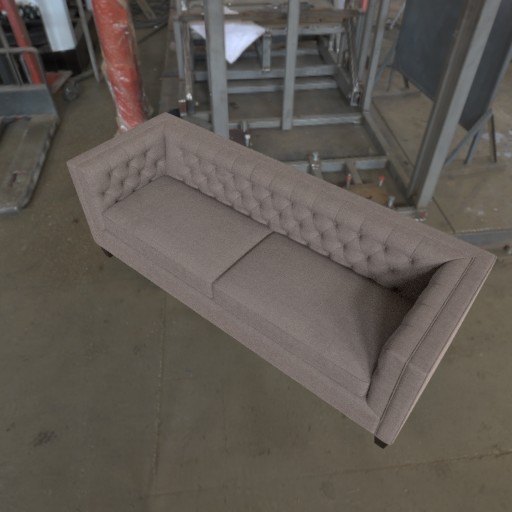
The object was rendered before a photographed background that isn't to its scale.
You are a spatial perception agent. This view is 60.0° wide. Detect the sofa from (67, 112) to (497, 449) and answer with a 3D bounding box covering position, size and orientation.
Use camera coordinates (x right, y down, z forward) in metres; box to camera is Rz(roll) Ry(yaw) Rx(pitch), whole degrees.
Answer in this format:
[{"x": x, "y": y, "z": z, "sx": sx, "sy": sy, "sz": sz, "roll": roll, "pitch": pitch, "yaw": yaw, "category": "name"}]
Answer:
[{"x": 0.000, "y": 0.000, "z": 2.507, "sx": 2.159, "sy": 0.762, "sz": 0.775, "roll": 30, "pitch": 52, "yaw": 26, "category": "sofa"}]
